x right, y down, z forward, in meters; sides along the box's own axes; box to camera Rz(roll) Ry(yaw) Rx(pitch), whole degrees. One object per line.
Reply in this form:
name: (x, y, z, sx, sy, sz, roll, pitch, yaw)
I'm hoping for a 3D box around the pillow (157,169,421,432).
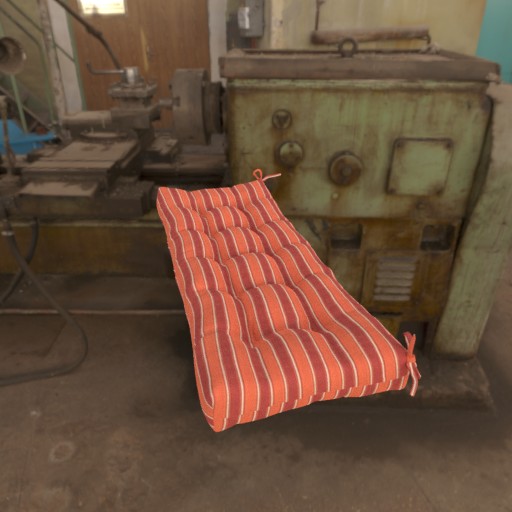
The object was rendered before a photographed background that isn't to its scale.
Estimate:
pillow: (0.000, 0.000, 1.346, 0.511, 0.174, 1.194, -8, 30, -14)
